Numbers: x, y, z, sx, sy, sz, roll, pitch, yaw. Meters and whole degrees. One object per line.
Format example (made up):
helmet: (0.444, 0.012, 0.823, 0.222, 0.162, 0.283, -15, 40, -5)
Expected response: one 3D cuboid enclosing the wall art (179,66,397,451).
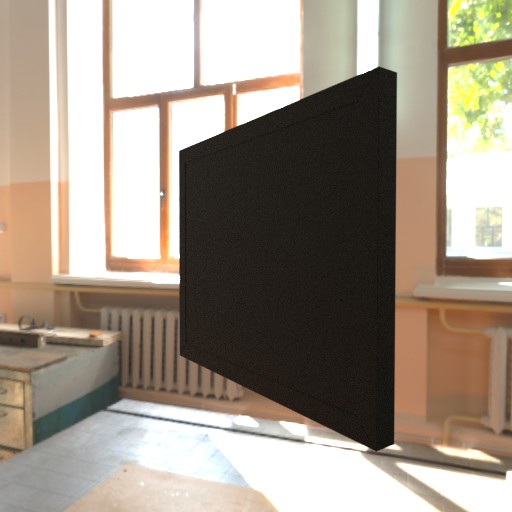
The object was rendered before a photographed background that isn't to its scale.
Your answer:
wall art: (0.000, 0.000, 0.552, 0.024, 0.329, 0.404, -1, 2, -34)
